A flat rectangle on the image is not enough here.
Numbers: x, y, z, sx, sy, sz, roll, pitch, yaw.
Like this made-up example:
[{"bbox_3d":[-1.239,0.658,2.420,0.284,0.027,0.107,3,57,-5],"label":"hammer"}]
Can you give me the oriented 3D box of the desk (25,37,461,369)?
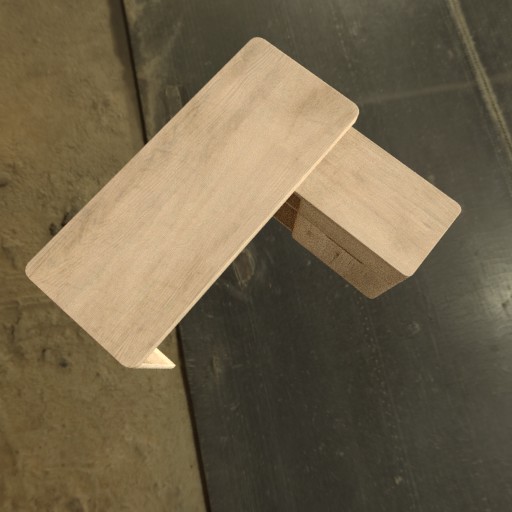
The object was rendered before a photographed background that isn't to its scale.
[{"bbox_3d":[0.000,0.000,2.099,1.175,0.770,1.400,39,79,9],"label":"desk"}]
